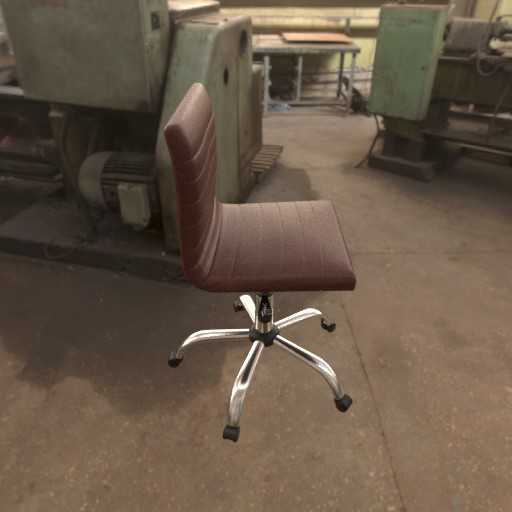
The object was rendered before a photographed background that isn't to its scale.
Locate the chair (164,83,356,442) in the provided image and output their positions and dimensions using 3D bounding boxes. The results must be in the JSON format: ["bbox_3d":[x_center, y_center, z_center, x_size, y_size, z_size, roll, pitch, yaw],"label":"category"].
[{"bbox_3d":[0.000,0.000,1.140,0.530,0.780,0.556,0,32,1],"label":"chair"}]
